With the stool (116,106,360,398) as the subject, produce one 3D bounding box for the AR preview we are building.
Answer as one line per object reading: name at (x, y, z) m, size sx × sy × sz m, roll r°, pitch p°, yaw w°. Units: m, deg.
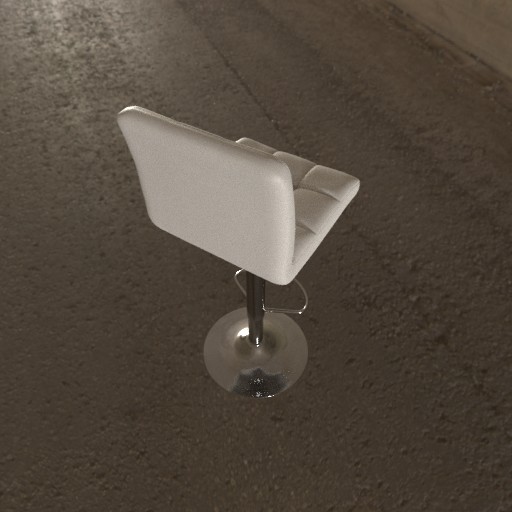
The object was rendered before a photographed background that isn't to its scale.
stool at (0.000, 0.000, 1.401) m, size 0.430 × 1.115 × 0.505 m, roll 25°, pitch 52°, yaw 22°
